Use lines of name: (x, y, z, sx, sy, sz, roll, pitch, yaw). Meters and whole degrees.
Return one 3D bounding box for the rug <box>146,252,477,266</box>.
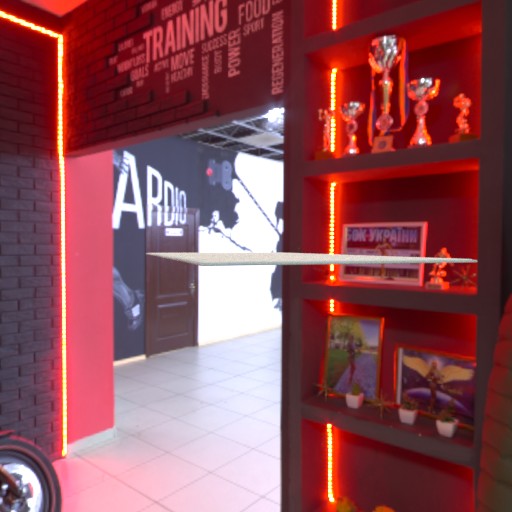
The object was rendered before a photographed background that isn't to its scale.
rug: (0.000, 0.000, 1.439, 0.604, 0.007, 1.219, 0, 1, -18)
